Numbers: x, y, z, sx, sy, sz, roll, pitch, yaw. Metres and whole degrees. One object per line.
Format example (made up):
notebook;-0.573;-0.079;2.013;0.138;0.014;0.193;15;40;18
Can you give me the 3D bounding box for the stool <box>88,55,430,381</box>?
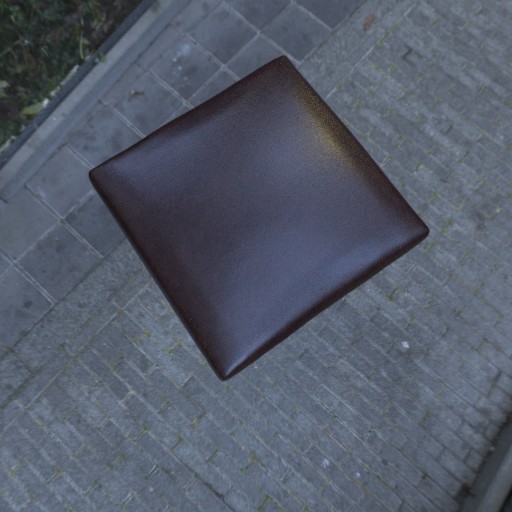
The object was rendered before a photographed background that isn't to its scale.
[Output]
stool;0.000;0.000;0.995;0.382;0.768;0.383;-34;78;-8
